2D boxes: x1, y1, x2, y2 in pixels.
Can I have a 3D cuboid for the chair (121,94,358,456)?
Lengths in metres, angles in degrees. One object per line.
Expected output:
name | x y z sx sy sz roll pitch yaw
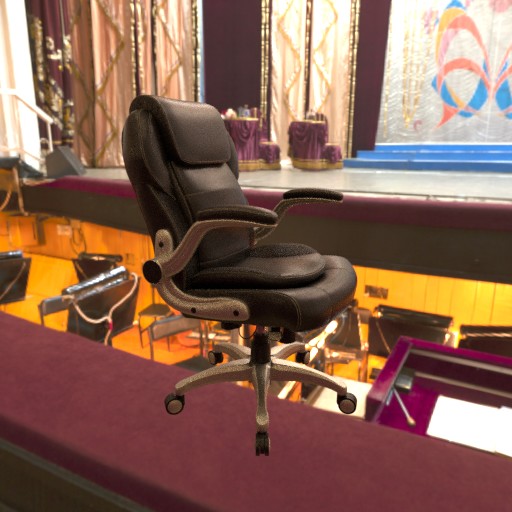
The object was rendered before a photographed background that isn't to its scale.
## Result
chair | 0.000 0.000 1.658 0.801 1.141 0.724 7 15 26
